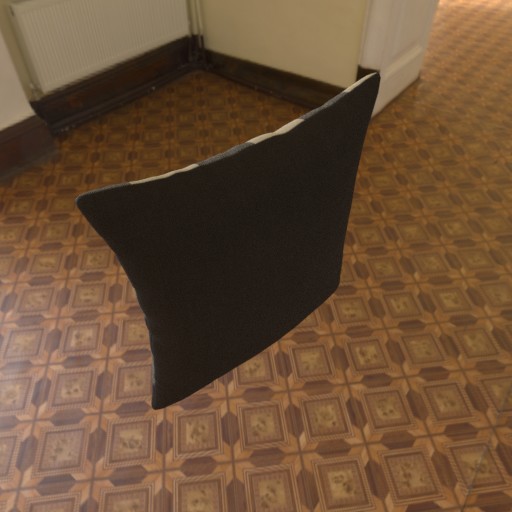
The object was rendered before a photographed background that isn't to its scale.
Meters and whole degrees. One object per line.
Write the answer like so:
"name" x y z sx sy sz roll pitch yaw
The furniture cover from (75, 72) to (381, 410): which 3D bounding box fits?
"furniture cover" 0.000 0.000 0.776 0.511 0.509 0.161 -31 53 -26
